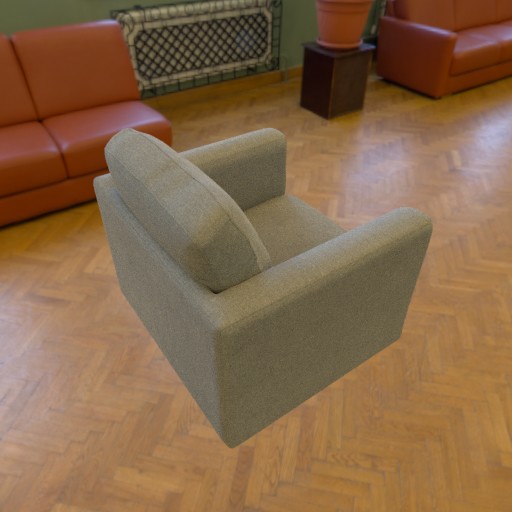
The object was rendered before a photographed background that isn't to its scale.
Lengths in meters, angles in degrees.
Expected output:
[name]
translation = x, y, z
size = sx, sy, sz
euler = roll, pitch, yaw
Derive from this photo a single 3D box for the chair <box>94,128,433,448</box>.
[chair]
translation = 0.000, 0.000, 1.577
size = 0.800, 0.927, 0.855
euler = -24, 46, -26
